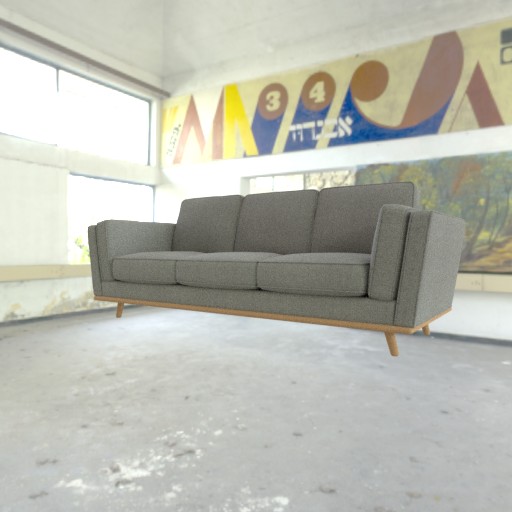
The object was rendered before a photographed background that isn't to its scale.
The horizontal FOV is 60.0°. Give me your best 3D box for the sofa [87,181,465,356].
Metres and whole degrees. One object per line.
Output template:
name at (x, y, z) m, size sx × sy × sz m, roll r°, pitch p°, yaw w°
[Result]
sofa at (0.000, 0.000, 2.866) m, size 2.362 × 0.899 × 0.903 m, roll 1°, pitch 1°, yaw 34°
